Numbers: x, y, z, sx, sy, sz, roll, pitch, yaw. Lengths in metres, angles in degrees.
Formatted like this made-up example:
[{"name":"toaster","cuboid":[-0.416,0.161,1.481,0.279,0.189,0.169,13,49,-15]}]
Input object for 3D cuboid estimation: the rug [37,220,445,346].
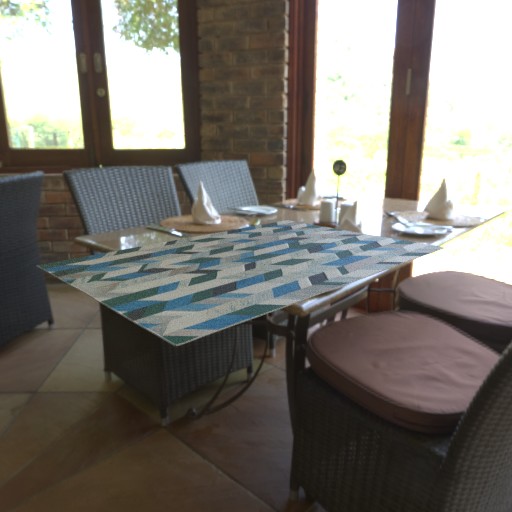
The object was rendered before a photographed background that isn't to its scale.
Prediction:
[{"name":"rug","cuboid":[0.000,0.000,2.361,1.827,0.005,1.229,-14,20,-42]}]
